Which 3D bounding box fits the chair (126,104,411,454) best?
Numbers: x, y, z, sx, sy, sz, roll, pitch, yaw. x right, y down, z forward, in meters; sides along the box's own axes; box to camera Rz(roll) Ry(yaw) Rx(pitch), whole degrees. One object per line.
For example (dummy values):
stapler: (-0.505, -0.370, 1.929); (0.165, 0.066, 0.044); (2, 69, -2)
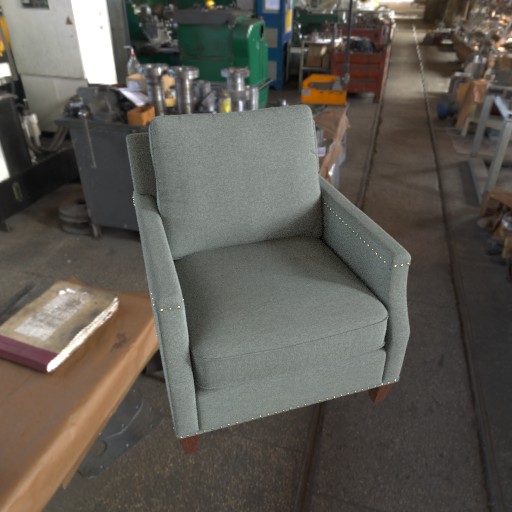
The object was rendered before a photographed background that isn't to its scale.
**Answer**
chair: (0.000, 0.000, 1.819); (0.885, 1.031, 1.031); (-9, 33, -15)
